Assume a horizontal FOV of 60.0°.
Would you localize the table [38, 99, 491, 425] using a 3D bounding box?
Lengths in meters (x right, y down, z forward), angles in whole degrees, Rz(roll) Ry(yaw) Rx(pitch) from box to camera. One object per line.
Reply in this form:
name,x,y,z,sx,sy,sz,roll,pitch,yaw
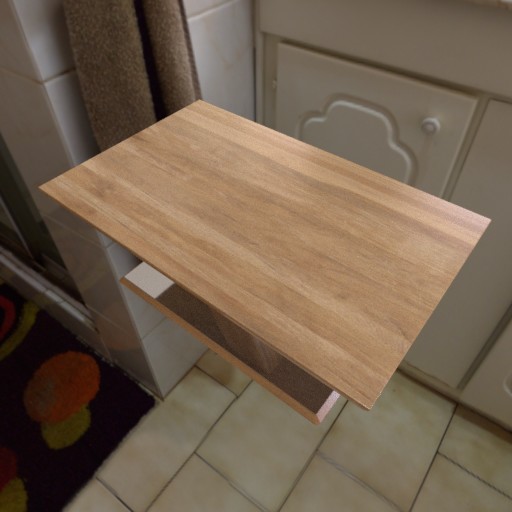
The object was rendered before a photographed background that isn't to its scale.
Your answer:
table,0.000,0.000,1.422,1.100,0.441,0.692,30,53,25
